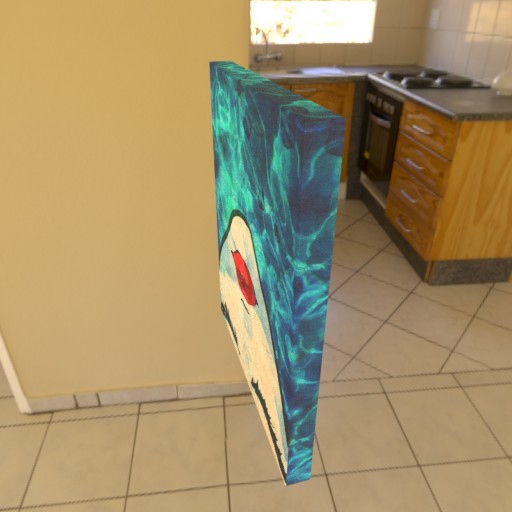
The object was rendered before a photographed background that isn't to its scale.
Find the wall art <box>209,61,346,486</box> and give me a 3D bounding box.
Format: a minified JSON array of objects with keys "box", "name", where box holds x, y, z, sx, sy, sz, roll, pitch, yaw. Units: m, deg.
[{"box":[0.000,0.000,0.684,0.038,0.508,0.432,-8,31,-14],"name":"wall art"}]
